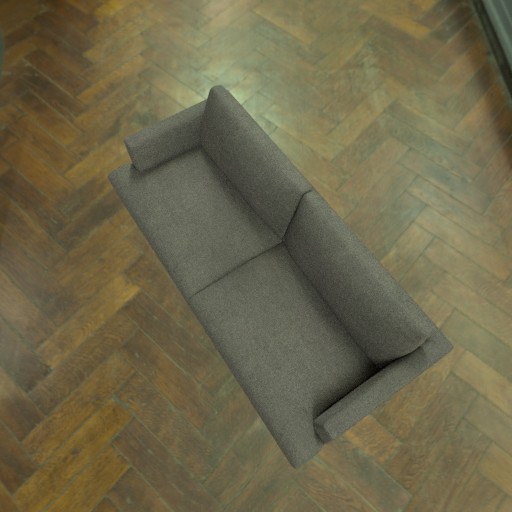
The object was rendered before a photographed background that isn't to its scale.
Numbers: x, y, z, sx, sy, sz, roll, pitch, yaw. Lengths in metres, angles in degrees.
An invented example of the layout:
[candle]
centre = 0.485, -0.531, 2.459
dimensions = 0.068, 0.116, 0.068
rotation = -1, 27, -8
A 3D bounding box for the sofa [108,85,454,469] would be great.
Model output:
[sofa]
centre = 0.000, 0.000, 2.792
dimensions = 1.020, 0.868, 2.250
rotation = -31, 68, -14
